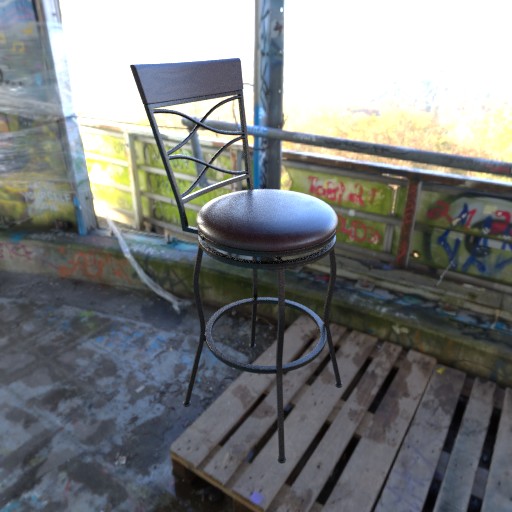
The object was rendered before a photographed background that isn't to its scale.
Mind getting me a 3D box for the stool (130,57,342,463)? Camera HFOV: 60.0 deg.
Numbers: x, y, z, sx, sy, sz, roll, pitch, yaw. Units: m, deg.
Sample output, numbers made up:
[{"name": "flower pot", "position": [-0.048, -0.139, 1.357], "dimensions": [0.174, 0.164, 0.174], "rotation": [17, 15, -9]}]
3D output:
[{"name": "stool", "position": [0.000, 0.000, 1.415], "dimensions": [0.513, 1.130, 0.448], "rotation": [18, 32, 31]}]
